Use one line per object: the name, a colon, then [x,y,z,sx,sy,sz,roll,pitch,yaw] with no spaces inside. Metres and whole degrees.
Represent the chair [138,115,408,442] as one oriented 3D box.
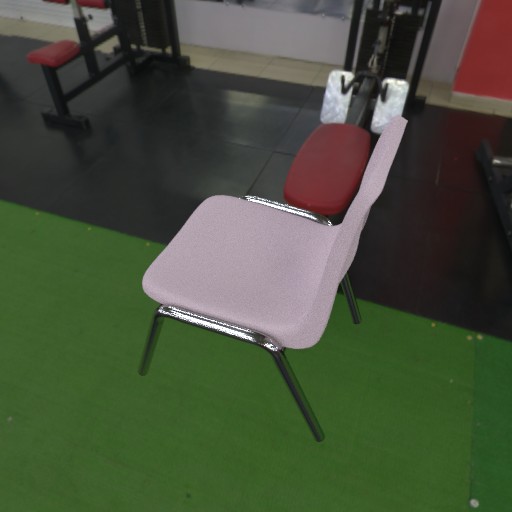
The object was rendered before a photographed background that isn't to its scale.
chair: [0.000,0.000,0.827,0.423,0.586,0.354,17,48,16]
